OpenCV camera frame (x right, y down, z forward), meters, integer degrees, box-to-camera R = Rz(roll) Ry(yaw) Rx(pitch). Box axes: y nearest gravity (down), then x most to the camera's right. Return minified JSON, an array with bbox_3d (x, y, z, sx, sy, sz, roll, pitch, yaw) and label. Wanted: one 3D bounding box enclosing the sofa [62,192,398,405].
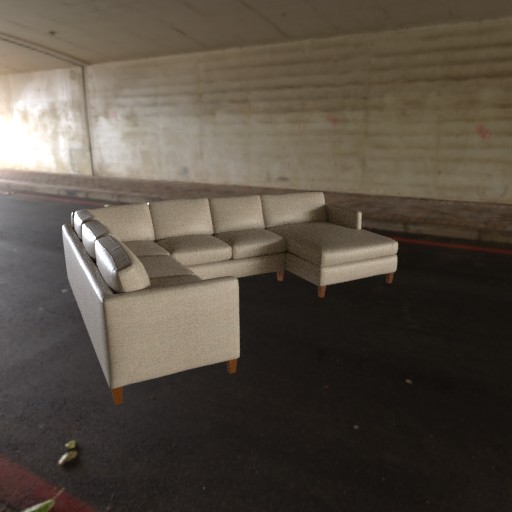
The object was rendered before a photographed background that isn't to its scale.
[{"bbox_3d":[0.000,0.000,4.574,3.460,0.961,2.594,-8,18,-27],"label":"sofa"}]
